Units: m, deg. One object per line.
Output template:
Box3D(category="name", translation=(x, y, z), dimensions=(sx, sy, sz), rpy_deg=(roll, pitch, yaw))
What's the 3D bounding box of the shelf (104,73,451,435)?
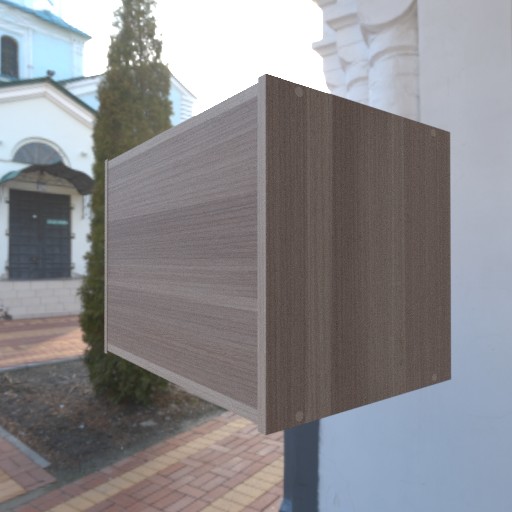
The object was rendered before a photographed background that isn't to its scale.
Box3D(category="shelf", translation=(0.000, 0.000, 0.625), dimensions=(0.290, 0.305, 0.415), rpy_deg=(0, -1, -37))
